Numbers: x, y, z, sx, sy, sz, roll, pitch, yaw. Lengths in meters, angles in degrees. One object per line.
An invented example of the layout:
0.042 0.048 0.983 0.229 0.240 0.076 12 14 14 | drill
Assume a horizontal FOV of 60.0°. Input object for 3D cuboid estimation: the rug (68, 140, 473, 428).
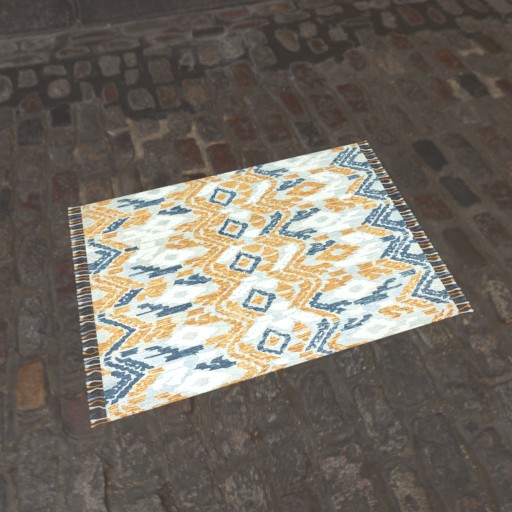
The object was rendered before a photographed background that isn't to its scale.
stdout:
0.000 0.000 2.308 1.827 0.008 1.230 -15 59 -9 | rug
